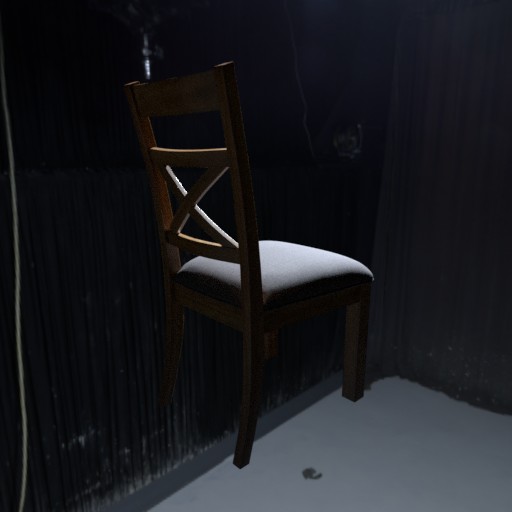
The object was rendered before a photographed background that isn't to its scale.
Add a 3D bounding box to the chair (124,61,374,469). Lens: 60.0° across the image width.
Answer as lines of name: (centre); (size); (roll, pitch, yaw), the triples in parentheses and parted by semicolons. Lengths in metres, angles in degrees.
chair: (0.000, 0.000, 1.297); (0.581, 0.949, 0.470); (-13, 19, -41)
